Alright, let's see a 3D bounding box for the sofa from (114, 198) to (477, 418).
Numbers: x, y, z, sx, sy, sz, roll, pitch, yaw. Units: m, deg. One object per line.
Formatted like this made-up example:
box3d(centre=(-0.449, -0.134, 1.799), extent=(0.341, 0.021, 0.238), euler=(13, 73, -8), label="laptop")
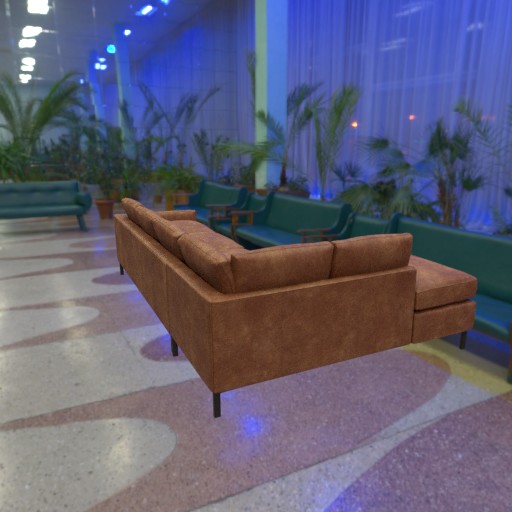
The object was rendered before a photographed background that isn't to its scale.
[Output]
box3d(centre=(0.000, 0.000, 3.891), extent=(1.938, 0.877, 2.984), euler=(-7, 16, -25), label="sofa")
